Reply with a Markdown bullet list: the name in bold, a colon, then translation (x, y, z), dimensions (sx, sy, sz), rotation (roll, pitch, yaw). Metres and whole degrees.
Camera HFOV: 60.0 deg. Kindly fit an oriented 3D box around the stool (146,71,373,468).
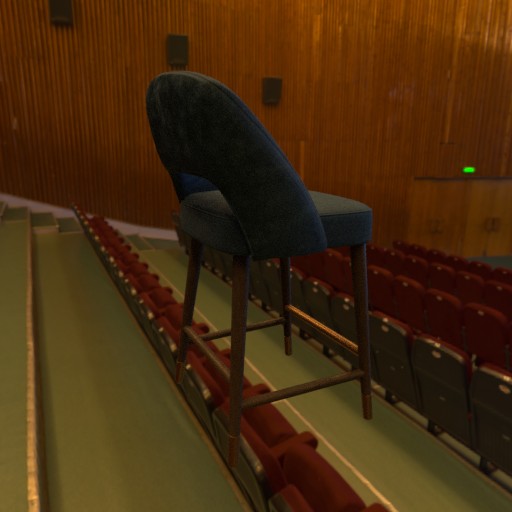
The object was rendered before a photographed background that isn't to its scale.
- **stool**: translation (0.000, 0.000, 1.242), dimensions (0.524, 0.925, 0.536), rotation (-7, 16, -26)
